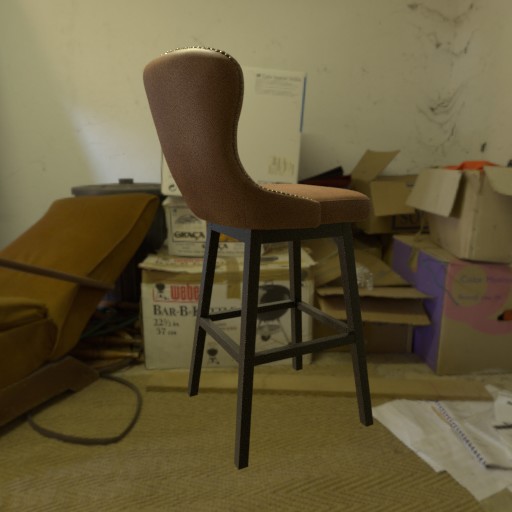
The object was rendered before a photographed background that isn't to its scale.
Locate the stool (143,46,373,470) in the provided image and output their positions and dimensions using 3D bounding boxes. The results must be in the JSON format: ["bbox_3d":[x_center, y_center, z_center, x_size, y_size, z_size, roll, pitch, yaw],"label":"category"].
[{"bbox_3d":[0.000,0.000,1.330,0.601,1.050,0.528,-6,14,-26],"label":"stool"}]
